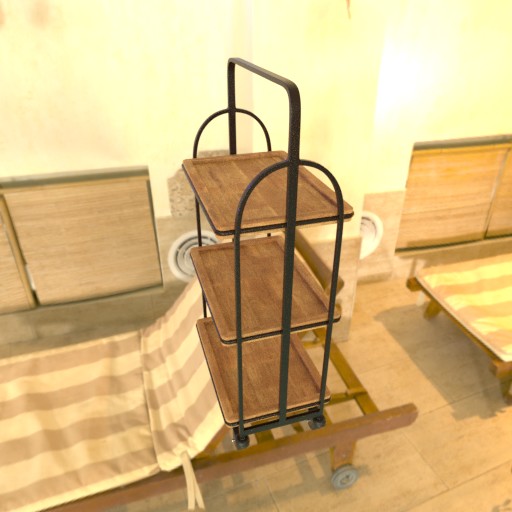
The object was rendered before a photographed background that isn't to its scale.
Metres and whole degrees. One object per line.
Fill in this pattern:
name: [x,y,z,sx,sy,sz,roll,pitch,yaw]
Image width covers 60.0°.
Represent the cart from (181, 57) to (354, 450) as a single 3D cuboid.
cart: [0.000,0.000,1.263,0.327,1.001,0.553,-9,32,-15]
